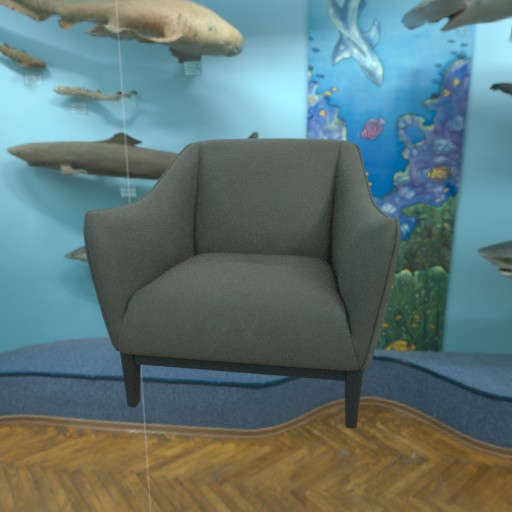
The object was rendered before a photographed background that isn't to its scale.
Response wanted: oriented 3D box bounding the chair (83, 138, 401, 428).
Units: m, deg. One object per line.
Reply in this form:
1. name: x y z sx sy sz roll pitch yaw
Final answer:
1. chair: 0.000 0.000 1.589 0.871 0.830 0.852 2 14 9
